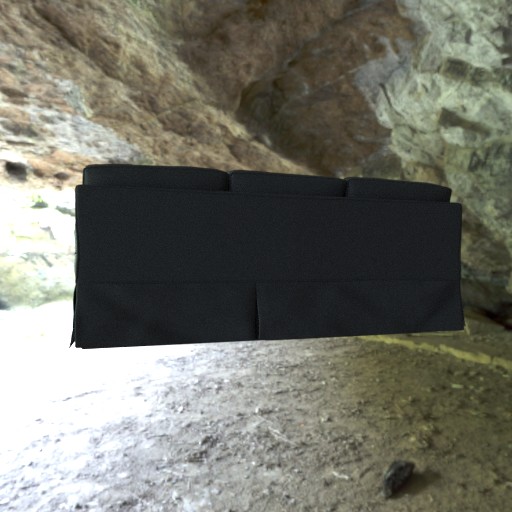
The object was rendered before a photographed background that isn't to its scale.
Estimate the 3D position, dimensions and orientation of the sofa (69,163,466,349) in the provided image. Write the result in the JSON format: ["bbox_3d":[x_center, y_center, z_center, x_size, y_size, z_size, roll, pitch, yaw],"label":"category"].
[{"bbox_3d":[0.000,0.000,3.423,2.518,1.039,1.637,0,-1,-17],"label":"sofa"}]
